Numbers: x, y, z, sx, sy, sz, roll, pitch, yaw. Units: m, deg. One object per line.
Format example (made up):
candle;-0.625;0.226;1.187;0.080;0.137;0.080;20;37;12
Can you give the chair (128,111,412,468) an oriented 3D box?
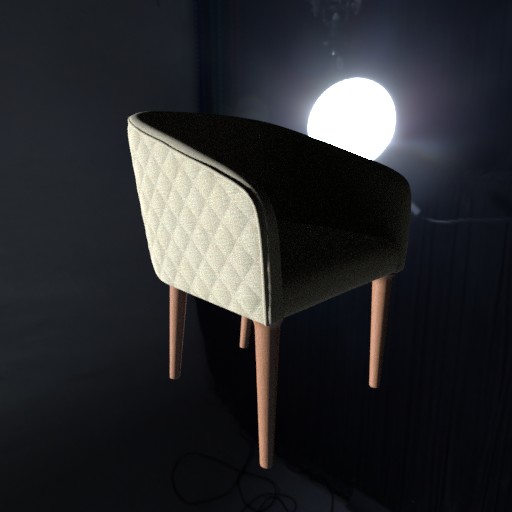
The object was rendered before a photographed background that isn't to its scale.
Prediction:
chair;0.000;0.000;1.214;0.616;0.775;0.584;14;20;43
